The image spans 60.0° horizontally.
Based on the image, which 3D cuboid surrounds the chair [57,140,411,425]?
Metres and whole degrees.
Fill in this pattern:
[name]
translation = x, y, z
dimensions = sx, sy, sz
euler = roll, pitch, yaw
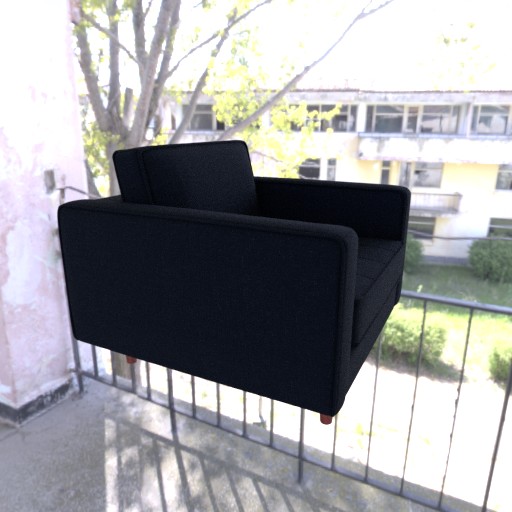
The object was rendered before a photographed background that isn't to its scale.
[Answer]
[chair]
translation = 0.000, 0.000, 1.560
dimensions = 0.920, 0.770, 0.899
euler = 8, 19, 26
